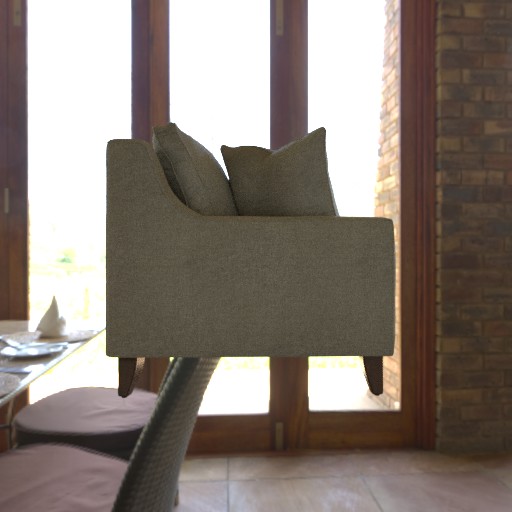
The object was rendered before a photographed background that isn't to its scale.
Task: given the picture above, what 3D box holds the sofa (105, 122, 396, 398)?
[{"bbox_3d":[0.000,0.000,2.012,0.915,0.863,1.422,0,0,-1],"label":"sofa"}]
